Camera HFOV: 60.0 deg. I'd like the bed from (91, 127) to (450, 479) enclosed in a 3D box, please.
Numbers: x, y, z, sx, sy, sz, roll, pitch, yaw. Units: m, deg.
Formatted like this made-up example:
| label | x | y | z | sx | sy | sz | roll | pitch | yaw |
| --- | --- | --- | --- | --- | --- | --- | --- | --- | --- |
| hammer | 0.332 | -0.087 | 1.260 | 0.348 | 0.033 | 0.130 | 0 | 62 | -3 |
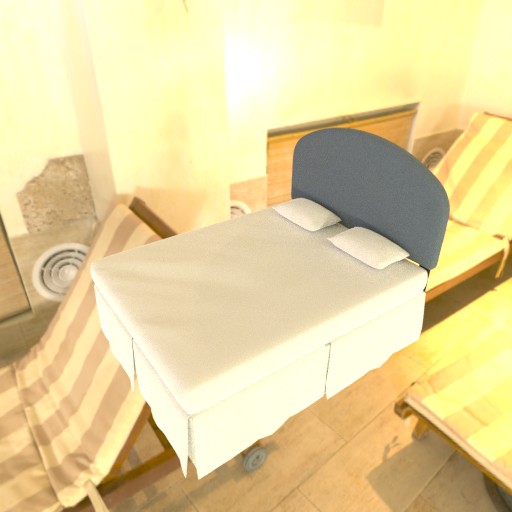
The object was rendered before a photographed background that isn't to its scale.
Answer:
| label | x | y | z | sx | sy | sz | roll | pitch | yaw |
| --- | --- | --- | --- | --- | --- | --- | --- | --- | --- |
| bed | 0.000 | 0.000 | 3.073 | 2.005 | 1.410 | 1.607 | -20 | 36 | -30 |
